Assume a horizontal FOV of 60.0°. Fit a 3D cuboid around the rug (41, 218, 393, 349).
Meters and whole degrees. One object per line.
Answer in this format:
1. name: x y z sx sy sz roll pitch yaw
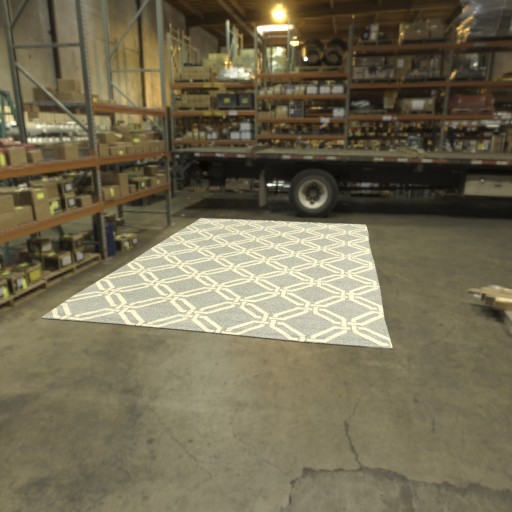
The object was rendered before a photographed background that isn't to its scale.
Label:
1. rug: 0.000 0.000 2.202 1.148 0.010 1.754 3 16 10
